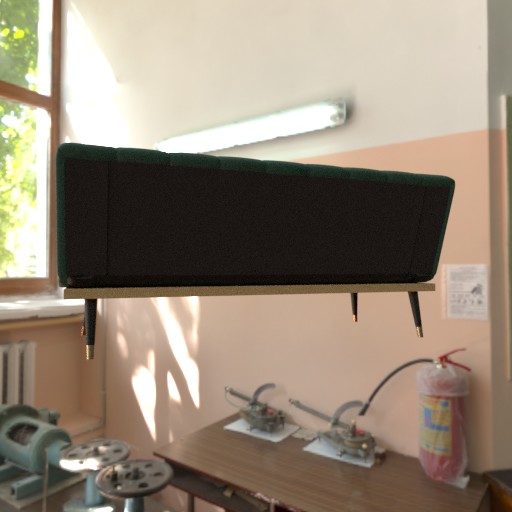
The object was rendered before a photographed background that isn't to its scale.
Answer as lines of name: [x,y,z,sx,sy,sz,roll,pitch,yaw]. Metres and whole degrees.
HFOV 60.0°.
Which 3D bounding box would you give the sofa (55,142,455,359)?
sofa: [0.000,0.000,2.251,1.810,0.820,0.830,1,-2,-20]
